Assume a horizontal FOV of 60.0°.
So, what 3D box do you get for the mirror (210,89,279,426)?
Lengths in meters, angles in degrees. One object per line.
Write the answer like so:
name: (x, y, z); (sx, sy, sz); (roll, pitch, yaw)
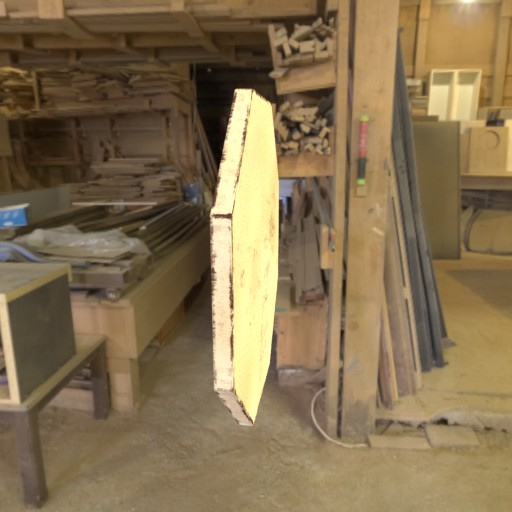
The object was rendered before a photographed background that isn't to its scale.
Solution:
mirror: (0.000, 0.000, 0.956); (0.031, 0.648, 0.648); (2, 14, 8)
